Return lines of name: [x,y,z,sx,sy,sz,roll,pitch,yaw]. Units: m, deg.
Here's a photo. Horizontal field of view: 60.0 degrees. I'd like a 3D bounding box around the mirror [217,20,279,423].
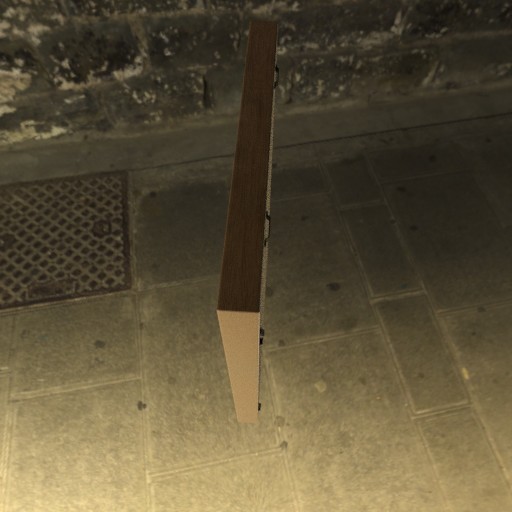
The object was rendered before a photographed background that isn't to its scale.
mirror: [0.000,0.000,0.688,0.041,0.508,0.405,3,60,2]
